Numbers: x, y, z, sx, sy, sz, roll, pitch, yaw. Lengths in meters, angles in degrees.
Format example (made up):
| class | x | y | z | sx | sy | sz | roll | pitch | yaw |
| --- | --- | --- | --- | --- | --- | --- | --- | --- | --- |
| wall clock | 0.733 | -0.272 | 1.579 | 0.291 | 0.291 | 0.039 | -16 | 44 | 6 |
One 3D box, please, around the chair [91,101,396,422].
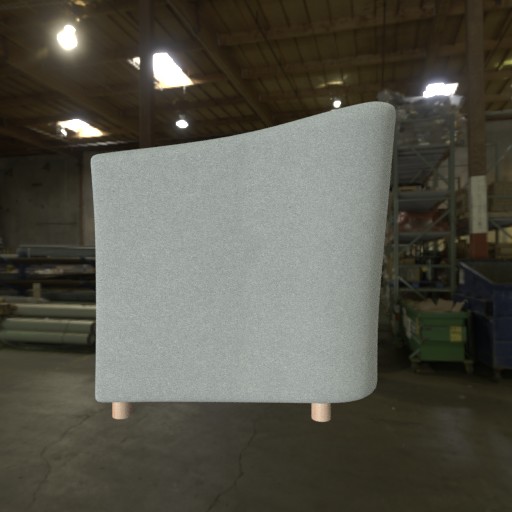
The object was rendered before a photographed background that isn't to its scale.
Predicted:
| class | x | y | z | sx | sy | sz | roll | pitch | yaw |
| --- | --- | --- | --- | --- | --- | --- | --- | --- | --- |
| chair | 0.000 | 0.000 | 1.322 | 0.700 | 0.720 | 0.790 | 0 | 0 | 2 |
